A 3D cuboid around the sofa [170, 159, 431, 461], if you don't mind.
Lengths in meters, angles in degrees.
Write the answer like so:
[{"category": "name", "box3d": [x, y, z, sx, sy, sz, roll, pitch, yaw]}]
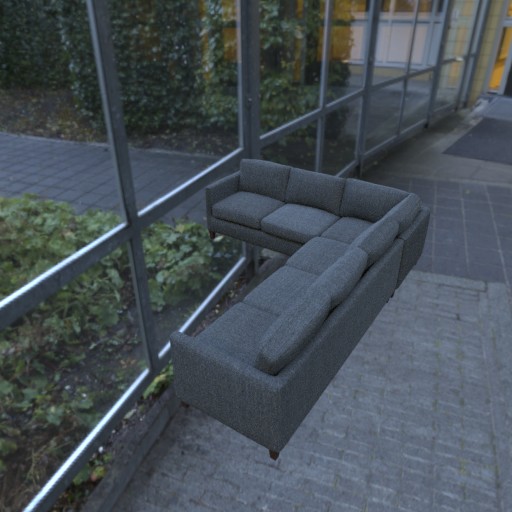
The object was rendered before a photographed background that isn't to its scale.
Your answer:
[{"category": "sofa", "box3d": [0.000, 0.000, 4.532, 2.593, 0.947, 3.302, 18, 34, 29]}]
